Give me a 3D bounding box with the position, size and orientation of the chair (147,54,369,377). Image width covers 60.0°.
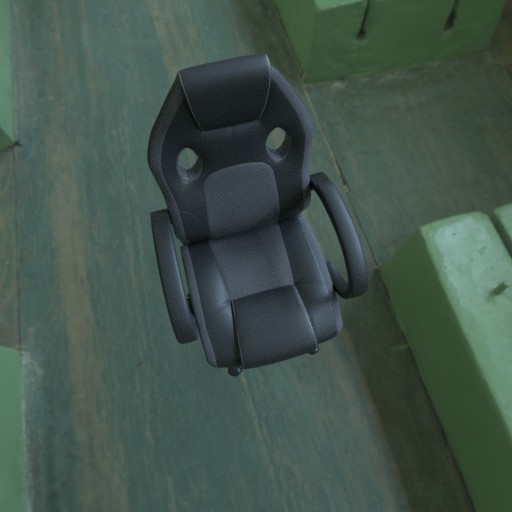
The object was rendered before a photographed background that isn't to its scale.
[{"bbox_3d":[0.000,0.000,1.626,0.673,1.187,0.724,-14,66,-6],"label":"chair"}]
